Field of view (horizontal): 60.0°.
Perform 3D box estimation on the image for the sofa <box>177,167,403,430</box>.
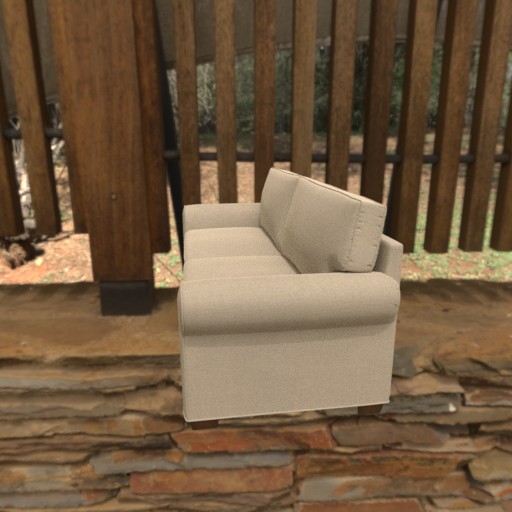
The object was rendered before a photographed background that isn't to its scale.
[{"bbox_3d":[0.000,0.000,2.719,0.901,0.962,2.146,-2,15,-8],"label":"sofa"}]
